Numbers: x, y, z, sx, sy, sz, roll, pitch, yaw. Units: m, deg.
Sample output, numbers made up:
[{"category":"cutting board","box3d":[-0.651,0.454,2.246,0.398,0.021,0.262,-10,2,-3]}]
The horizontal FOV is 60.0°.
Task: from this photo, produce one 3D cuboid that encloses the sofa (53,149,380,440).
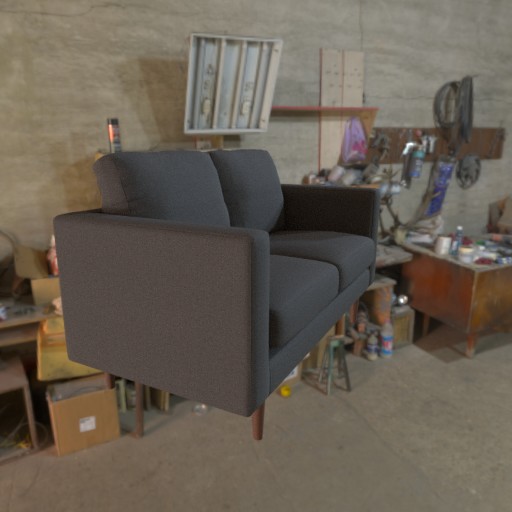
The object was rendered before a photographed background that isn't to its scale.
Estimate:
[{"category":"sofa","box3d":[0.000,0.000,1.953,0.796,0.908,1.430,7,16,27]}]
